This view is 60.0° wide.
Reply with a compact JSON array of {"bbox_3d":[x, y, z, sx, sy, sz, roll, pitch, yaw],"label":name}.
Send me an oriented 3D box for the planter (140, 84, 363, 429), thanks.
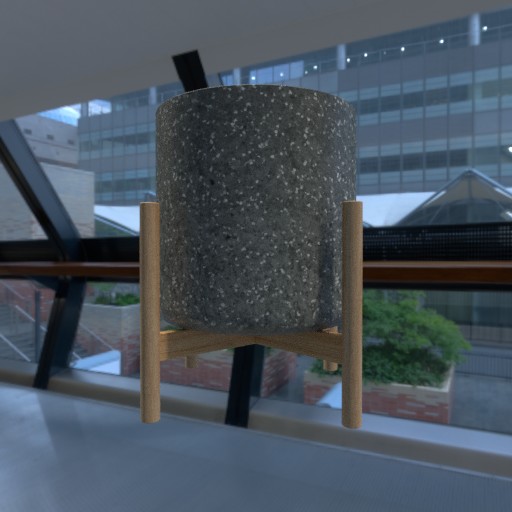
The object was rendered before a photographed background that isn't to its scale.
[{"bbox_3d":[0.000,0.000,0.688,0.360,0.419,0.360,0,1,-19],"label":"planter"}]
